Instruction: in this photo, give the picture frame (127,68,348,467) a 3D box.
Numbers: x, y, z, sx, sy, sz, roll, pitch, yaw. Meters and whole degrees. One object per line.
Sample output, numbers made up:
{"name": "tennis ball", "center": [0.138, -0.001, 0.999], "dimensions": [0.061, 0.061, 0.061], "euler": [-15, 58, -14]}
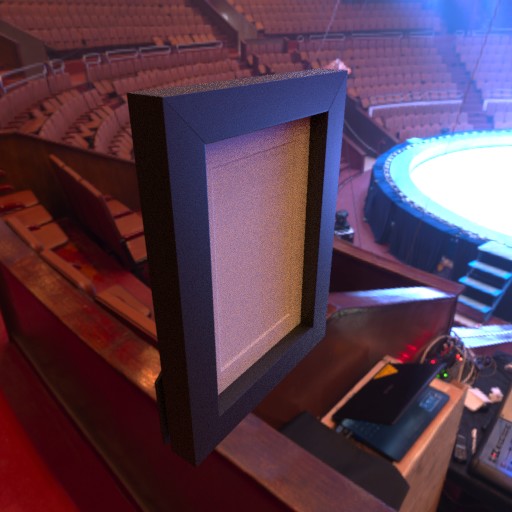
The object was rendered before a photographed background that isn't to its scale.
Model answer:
{"name": "picture frame", "center": [0.000, 0.000, 0.278], "dimensions": [0.028, 0.208, 0.157], "euler": [19, 32, 32]}
